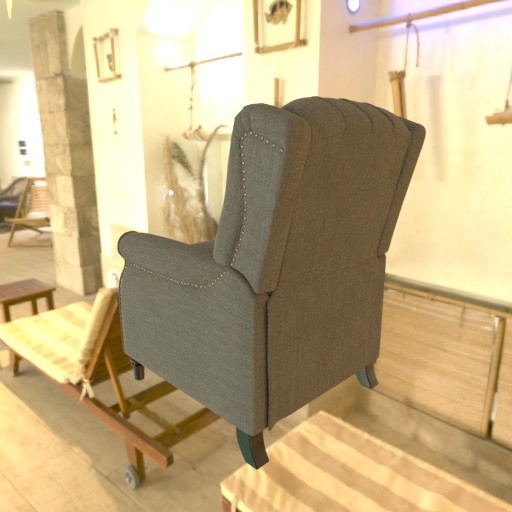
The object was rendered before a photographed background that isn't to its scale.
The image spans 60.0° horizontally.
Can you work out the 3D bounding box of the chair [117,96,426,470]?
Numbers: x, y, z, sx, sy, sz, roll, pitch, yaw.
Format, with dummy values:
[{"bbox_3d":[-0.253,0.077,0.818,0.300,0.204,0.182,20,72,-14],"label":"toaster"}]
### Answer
[{"bbox_3d":[0.000,0.000,1.602,0.742,1.035,0.898,-14,20,-43],"label":"chair"}]
